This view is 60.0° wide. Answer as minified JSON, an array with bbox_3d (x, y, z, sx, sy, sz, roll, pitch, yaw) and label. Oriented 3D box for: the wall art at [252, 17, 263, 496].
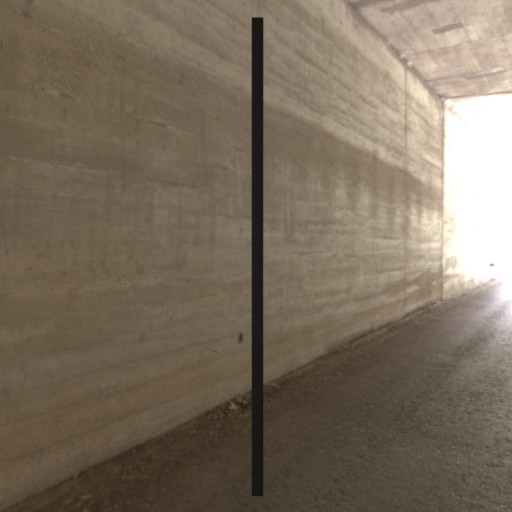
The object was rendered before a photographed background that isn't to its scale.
[{"bbox_3d":[0.000,0.000,0.587,0.011,0.459,0.326,0,1,-1],"label":"wall art"}]
